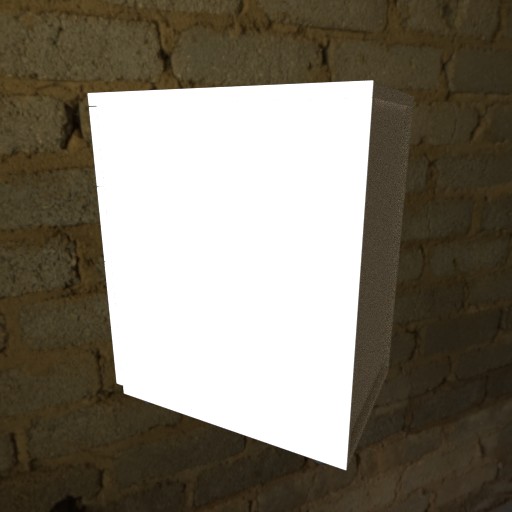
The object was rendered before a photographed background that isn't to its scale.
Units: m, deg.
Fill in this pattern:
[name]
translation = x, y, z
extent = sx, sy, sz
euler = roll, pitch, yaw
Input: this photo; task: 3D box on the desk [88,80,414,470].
[desk]
translation = 0.000, 0.000, 1.066
extent = 0.600, 0.730, 0.404
euler = 8, 18, 26
